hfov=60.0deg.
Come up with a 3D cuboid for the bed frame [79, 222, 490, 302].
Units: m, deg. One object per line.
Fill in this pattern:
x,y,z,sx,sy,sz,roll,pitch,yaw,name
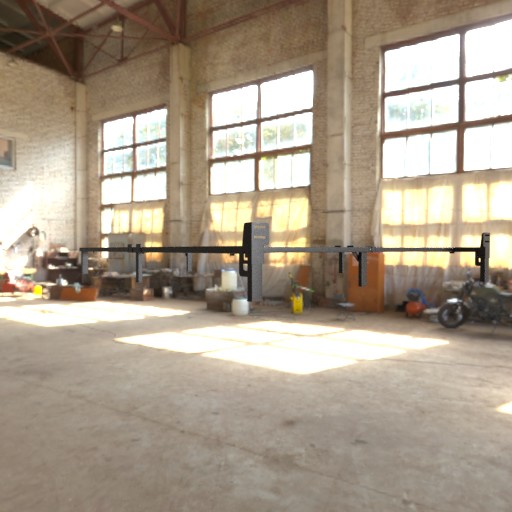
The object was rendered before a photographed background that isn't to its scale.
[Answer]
0.000,0.000,2.614,1.498,0.248,1.990,-1,1,-36,bed frame
